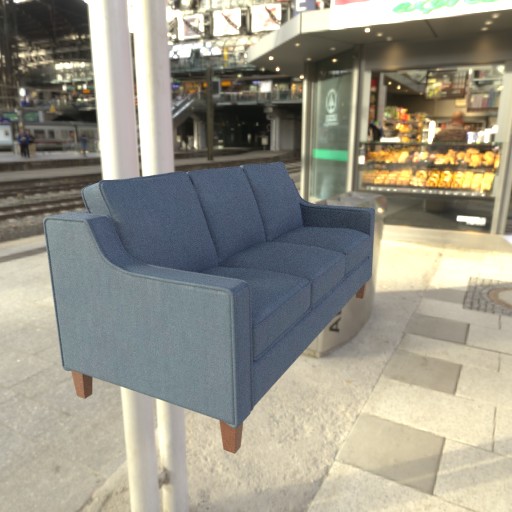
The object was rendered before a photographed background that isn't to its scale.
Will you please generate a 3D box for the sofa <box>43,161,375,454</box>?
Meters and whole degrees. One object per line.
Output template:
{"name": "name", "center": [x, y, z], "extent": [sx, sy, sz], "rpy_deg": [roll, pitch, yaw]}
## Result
{"name": "sofa", "center": [0.000, 0.000, 2.514], "extent": [0.911, 0.974, 1.986], "rpy_deg": [8, 17, 27]}
